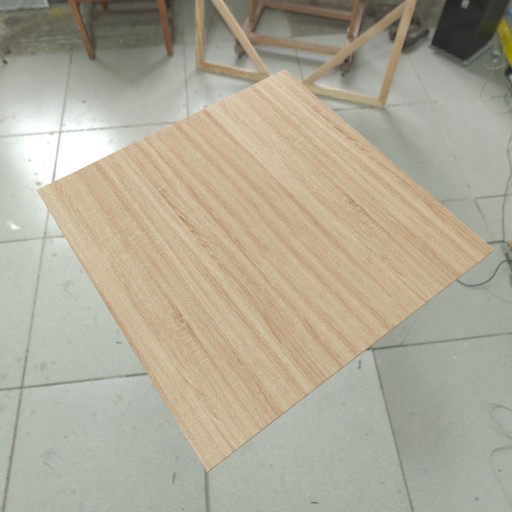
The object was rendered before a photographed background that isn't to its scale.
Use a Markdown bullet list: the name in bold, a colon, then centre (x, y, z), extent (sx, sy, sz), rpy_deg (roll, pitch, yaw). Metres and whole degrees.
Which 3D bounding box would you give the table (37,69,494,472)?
- **table**: centre (0.000, 0.000, 1.038), extent (0.670, 0.305, 0.670), rpy_deg (-32, 65, -17)
